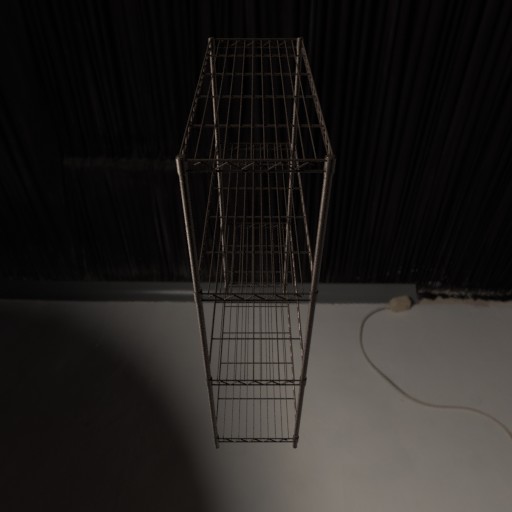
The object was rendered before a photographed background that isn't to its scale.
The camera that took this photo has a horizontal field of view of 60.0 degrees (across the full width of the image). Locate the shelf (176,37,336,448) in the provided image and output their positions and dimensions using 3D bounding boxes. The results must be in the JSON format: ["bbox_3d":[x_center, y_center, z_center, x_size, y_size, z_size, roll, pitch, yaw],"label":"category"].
[{"bbox_3d":[0.000,0.000,1.748,0.352,1.361,0.907,0,41,0],"label":"shelf"}]
